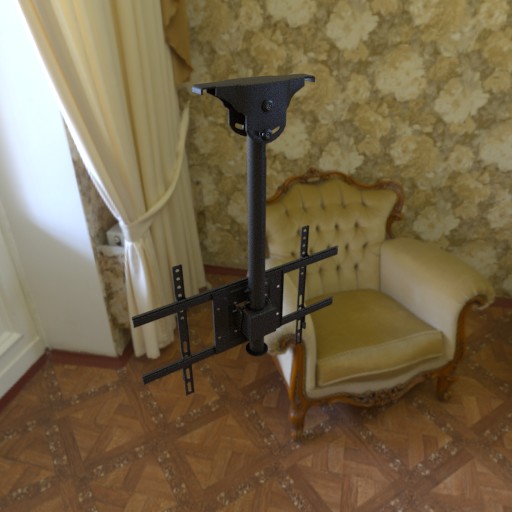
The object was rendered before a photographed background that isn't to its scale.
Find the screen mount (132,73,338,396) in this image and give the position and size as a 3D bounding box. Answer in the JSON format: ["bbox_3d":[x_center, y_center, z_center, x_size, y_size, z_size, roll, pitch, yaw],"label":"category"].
[{"bbox_3d":[0.000,0.000,1.037,0.595,0.775,0.090,-18,35,-28],"label":"screen mount"}]
